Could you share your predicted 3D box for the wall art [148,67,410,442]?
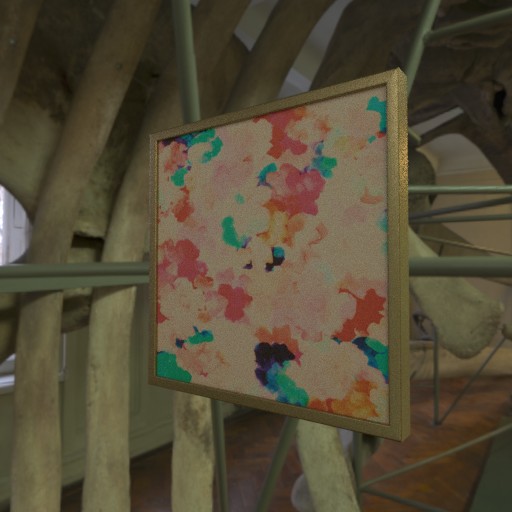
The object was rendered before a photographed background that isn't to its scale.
[{"bbox_3d":[0.000,0.000,0.765,0.510,0.509,0.037,-1,-2,36],"label":"wall art"}]
